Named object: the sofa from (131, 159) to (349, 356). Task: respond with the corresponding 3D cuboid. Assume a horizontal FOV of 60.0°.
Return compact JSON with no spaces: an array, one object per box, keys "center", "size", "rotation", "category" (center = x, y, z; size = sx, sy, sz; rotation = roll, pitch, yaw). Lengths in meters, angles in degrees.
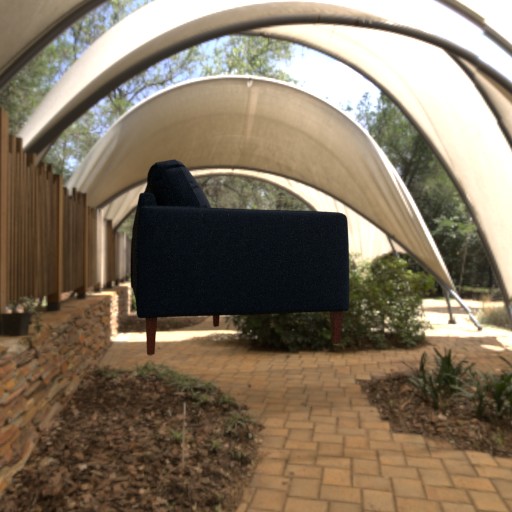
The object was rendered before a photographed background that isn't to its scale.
[{"center":[0.000,0.000,3.003],"size":[1.613,0.841,2.185],"rotation":[0,-1,-16],"category":"sofa"}]
